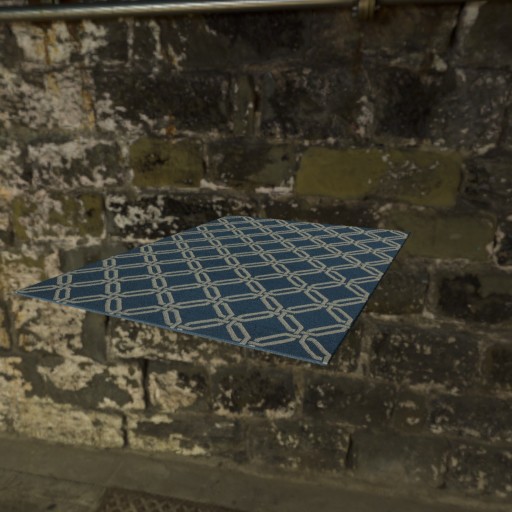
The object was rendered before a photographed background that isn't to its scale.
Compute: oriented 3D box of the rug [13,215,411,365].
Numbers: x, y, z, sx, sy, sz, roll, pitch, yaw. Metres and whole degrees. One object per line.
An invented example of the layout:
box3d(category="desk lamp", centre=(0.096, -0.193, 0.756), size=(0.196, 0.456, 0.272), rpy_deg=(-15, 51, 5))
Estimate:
box3d(category="rug", centre=(0.000, 0.000, 4.252), size=(2.432, 0.018, 3.342), rpy_deg=(8, 18, 25))
